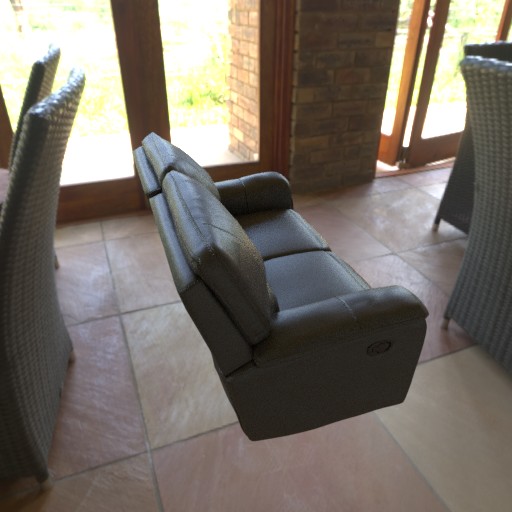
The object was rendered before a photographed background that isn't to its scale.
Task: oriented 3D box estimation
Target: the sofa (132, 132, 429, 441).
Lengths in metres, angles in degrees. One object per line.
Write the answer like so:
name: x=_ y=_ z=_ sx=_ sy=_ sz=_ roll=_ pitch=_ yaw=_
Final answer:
sofa: x=0.000 y=0.000 z=2.460 sx=1.104 sy=1.111 sz=1.765 roll=-9 pitch=32 yaw=-16
